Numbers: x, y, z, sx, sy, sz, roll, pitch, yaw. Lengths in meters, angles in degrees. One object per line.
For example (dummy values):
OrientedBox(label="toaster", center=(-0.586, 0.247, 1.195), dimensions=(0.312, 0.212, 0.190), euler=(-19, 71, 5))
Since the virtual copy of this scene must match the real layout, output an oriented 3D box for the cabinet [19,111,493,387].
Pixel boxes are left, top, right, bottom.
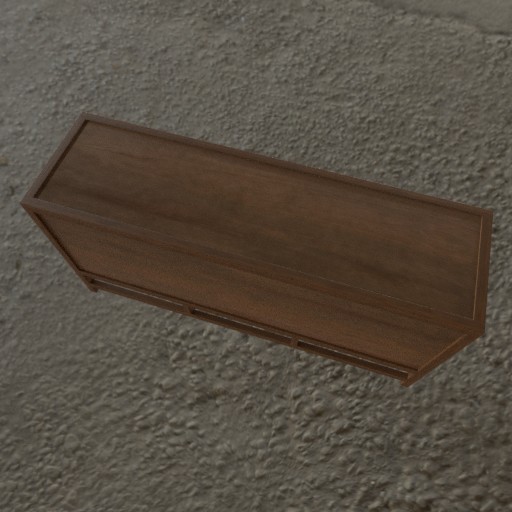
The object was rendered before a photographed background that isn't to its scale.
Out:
OrientedBox(label="cabinet", center=(0.000, 0.000, 2.028), dimensions=(1.708, 0.820, 0.522), euler=(15, 63, 8))
